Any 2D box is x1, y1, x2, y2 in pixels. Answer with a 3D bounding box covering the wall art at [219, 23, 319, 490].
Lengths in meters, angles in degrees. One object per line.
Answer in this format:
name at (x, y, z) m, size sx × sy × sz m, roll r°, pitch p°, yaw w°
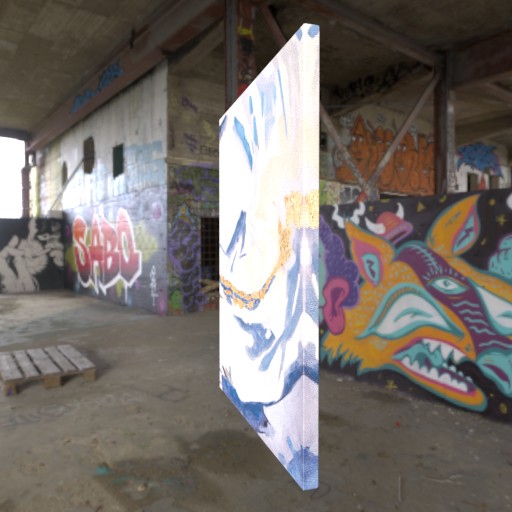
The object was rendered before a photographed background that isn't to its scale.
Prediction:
wall art at (0.000, 0.000, 1.325) m, size 0.038 × 1.015 × 0.761 m, roll 0°, pitch 1°, yaw -19°
